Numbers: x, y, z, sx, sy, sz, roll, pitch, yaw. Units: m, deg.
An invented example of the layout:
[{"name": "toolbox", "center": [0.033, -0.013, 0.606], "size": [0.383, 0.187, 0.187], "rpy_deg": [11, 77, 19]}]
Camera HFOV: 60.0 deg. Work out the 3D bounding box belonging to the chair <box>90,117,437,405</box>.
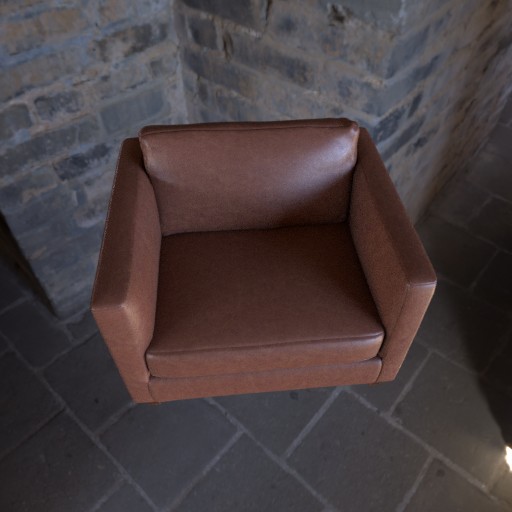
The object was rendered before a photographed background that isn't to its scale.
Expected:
[{"name": "chair", "center": [0.000, 0.000, 1.859], "size": [1.107, 0.917, 0.959], "rpy_deg": [-4, 48, -4]}]
